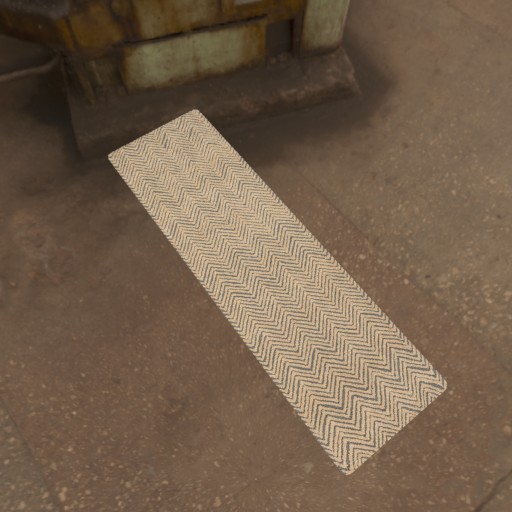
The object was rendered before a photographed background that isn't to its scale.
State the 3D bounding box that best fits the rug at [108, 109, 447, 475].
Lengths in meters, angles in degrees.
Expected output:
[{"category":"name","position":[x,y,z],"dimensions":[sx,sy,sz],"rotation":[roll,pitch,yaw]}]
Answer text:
[{"category":"rug","position":[0.000,0.000,2.504],"dimensions":[0.686,0.008,2.286],"rotation":[-33,68,-16]}]
